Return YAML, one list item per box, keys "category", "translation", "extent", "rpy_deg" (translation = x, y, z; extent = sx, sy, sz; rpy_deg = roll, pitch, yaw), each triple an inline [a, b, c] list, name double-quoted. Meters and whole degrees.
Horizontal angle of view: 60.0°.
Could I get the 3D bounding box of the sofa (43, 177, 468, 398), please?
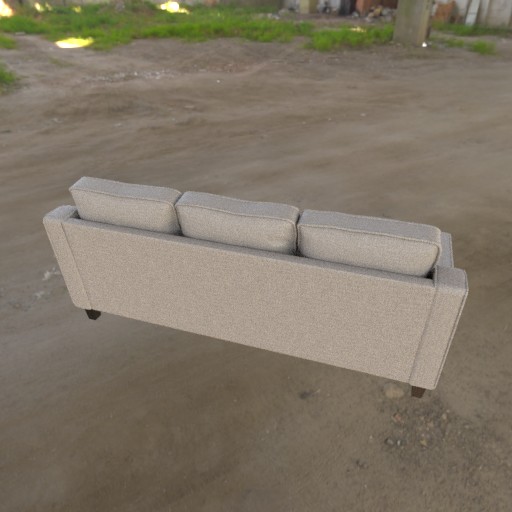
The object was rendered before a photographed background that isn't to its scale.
- category: "sofa"
  translation: [0.000, 0.000, 2.607]
  extent: [2.129, 0.950, 0.899]
  rpy_deg: [10, 33, 16]
